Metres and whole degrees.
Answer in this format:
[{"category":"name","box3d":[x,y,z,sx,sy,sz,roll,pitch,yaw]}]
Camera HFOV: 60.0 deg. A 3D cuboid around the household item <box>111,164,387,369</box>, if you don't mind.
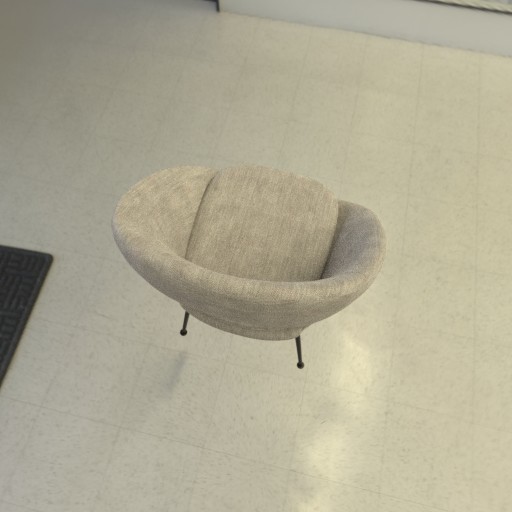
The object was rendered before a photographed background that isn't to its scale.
[{"category":"household item","box3d":[0.000,0.000,1.281,0.643,0.869,0.587,14,65,7]}]
